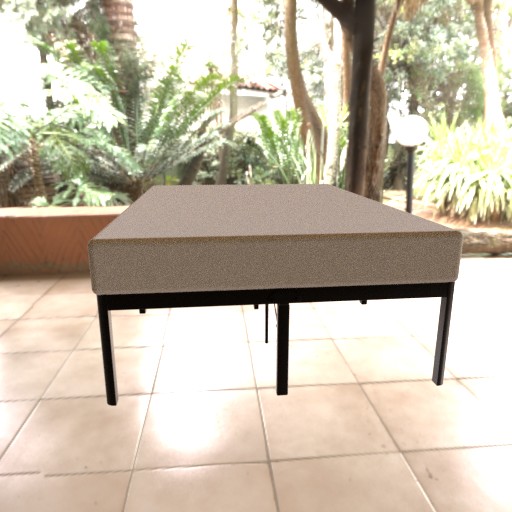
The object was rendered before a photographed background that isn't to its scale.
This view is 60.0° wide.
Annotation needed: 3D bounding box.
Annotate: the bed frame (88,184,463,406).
[{"bbox_3d":[0.000,0.000,2.634,1.408,0.659,1.956,-2,15,-6],"label":"bed frame"}]
